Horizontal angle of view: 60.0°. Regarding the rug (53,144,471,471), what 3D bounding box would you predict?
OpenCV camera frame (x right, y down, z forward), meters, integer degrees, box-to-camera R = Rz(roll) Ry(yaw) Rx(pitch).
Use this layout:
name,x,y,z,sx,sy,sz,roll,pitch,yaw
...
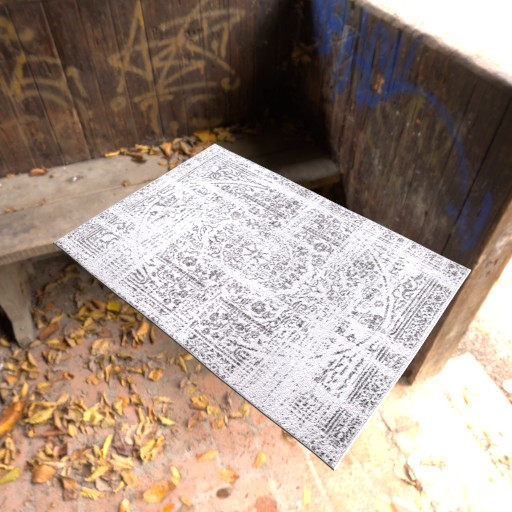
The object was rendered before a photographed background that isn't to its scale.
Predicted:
name,x,y,z,sx,sy,sz,roll,pitch,yaw
rug,0.000,0.000,3.125,2.438,0.026,1.706,32,54,26
